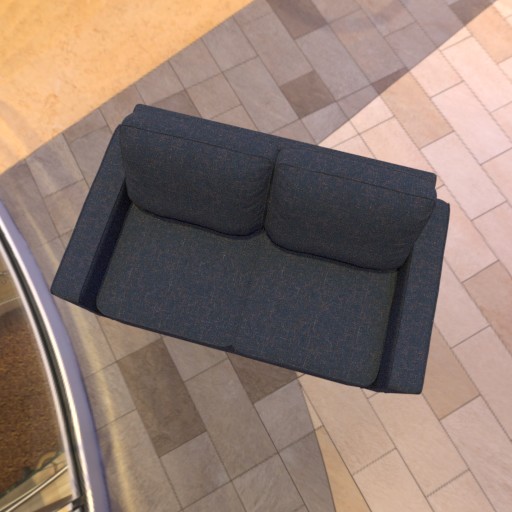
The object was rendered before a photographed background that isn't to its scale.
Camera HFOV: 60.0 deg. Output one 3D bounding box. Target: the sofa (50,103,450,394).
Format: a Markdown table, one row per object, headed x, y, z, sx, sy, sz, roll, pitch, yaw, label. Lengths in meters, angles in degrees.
| x | y | z | sx | sy | sz | roll | pitch | yaw | label |
| --- | --- | --- | --- | --- | --- | --- | --- | --- | --- |
| 0.000 | 0.000 | 2.191 | 1.709 | 0.918 | 0.947 | 14 | 74 | 4 | sofa |
